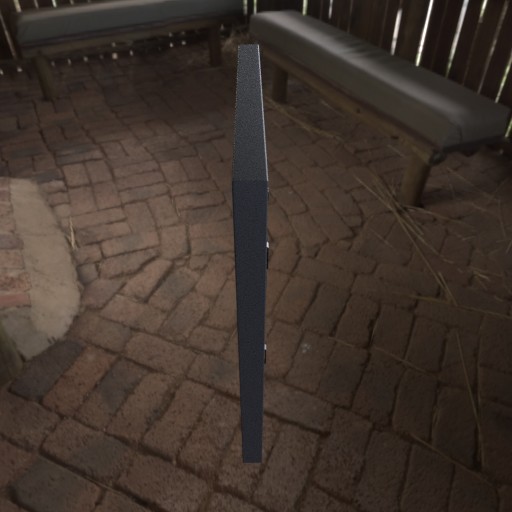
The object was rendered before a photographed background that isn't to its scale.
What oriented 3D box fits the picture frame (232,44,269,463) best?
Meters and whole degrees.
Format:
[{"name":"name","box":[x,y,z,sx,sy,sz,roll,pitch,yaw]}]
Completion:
[{"name":"picture frame","box":[0.000,0.000,0.520,0.036,0.383,0.307,-1,40,-1]}]
